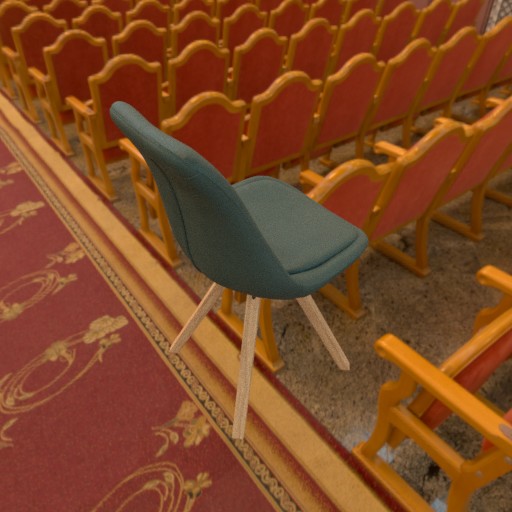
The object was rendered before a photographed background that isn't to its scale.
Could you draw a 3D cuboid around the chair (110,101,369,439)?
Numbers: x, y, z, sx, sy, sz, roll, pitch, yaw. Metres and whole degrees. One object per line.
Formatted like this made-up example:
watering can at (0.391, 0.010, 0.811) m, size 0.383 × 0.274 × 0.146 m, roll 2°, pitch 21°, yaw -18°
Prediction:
chair at (0.000, 0.000, 1.191) m, size 0.547 × 0.865 × 0.483 m, roll -25°, pitch 45°, yaw -27°
